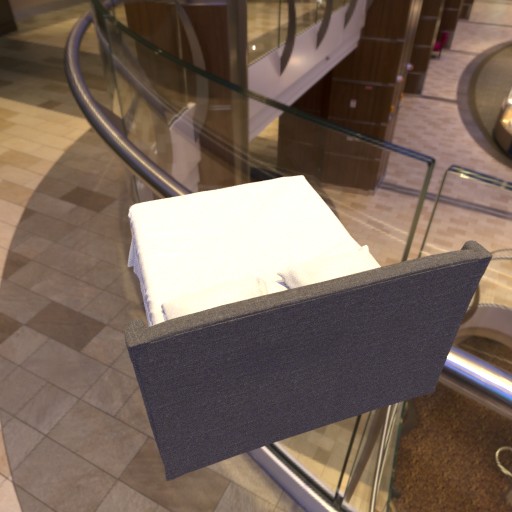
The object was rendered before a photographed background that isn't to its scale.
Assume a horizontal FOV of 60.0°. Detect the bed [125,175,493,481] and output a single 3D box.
[{"bbox_3d":[0.000,0.000,3.334,1.925,1.332,2.276,-12,41,-14],"label":"bed"}]
